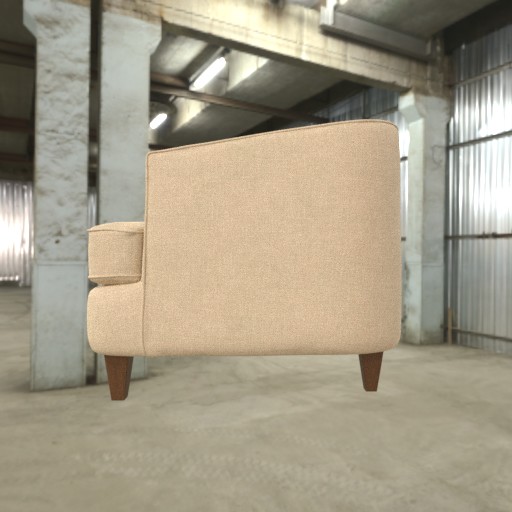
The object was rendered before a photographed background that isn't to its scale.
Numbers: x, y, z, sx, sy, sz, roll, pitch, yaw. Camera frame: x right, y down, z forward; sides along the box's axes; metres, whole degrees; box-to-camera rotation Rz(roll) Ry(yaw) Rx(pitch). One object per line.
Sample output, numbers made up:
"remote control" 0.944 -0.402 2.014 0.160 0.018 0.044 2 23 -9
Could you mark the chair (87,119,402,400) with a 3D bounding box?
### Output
"chair" 0.000 0.000 1.700 0.914 0.787 1.118 0 0 0
